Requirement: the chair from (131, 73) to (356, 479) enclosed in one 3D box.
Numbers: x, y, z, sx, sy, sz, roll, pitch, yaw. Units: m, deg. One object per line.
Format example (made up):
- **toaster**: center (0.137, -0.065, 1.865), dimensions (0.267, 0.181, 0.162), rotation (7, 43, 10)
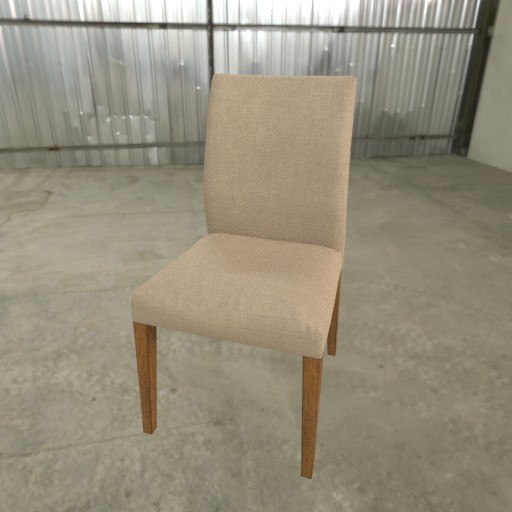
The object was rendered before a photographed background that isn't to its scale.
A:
- **chair**: center (0.000, 0.000, 1.268), dimensions (0.496, 0.940, 0.585), rotation (8, 26, 16)
